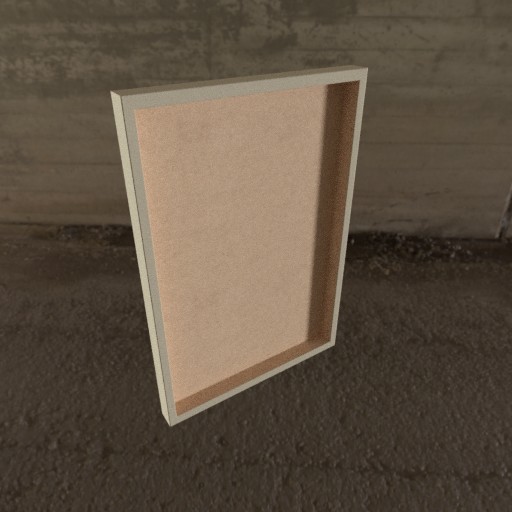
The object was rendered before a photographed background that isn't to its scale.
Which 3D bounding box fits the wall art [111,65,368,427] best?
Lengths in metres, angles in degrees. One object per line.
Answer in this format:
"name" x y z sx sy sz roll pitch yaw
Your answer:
"wall art" 0.000 0.000 0.806 0.418 0.608 0.038 -19 36 -28
